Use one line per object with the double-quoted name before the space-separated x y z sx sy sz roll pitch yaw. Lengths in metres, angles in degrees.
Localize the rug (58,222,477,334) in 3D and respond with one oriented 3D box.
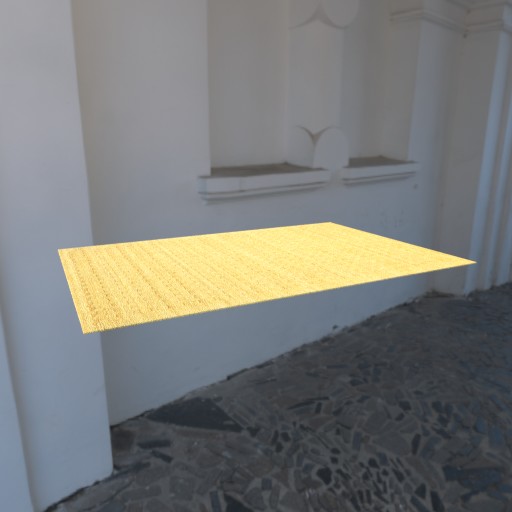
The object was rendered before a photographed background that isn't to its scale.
"rug" 0.000 0.000 2.896 2.286 0.006 1.524 -7 16 -26
